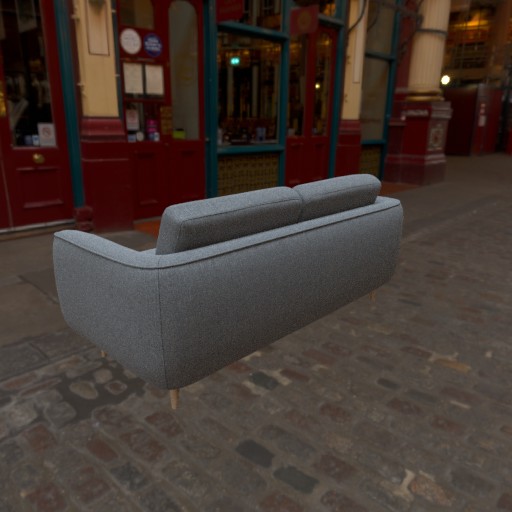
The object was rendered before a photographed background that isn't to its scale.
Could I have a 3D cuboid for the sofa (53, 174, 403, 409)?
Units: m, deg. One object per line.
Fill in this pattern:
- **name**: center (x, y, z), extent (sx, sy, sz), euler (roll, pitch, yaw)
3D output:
- **sofa**: center (0.000, 0.000, 2.536), extent (0.920, 0.870, 2.000), euler (16, 23, 42)
